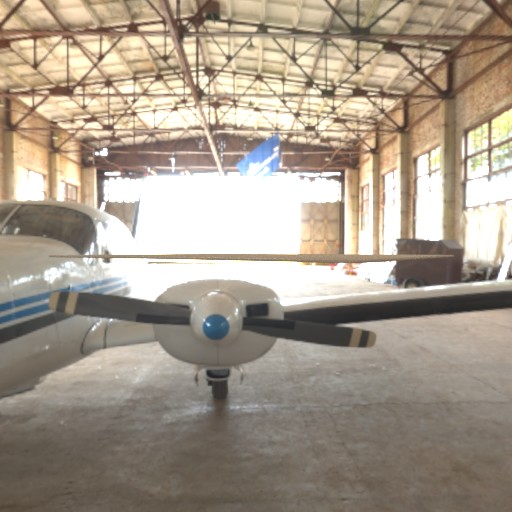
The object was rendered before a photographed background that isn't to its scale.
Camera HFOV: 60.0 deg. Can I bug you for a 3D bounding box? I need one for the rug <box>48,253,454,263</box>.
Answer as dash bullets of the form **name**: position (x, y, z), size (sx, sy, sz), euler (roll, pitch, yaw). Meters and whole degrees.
- **rug**: position (0.000, 0.000, 4.222), size (3.051, 0.020, 2.407), euler (1, 1, 35)
